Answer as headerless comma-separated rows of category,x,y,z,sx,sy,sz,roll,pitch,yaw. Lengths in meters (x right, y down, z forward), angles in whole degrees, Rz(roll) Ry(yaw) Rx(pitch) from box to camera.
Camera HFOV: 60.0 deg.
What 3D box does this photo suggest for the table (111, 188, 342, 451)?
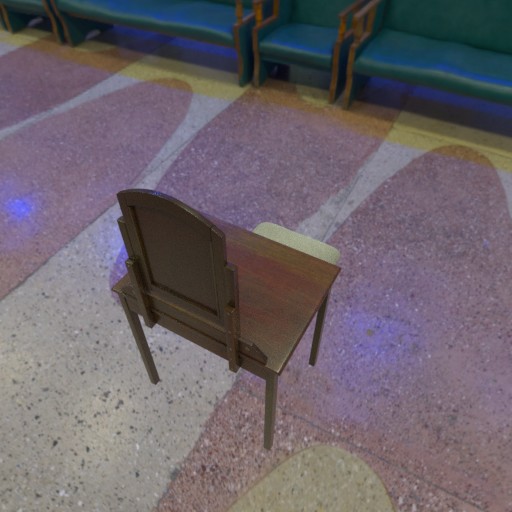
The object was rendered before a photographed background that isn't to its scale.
table,0.000,0.000,2.303,0.876,1.631,1.211,23,51,19
